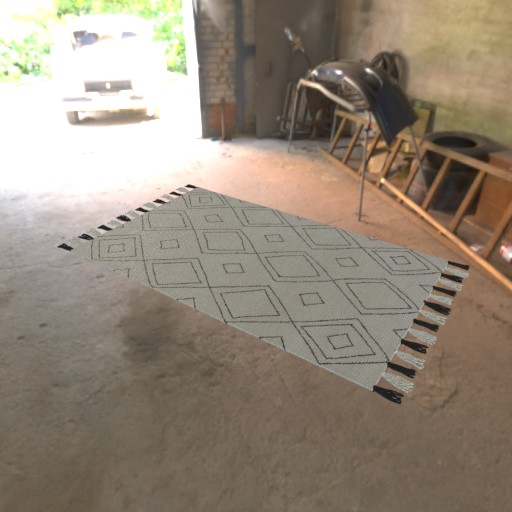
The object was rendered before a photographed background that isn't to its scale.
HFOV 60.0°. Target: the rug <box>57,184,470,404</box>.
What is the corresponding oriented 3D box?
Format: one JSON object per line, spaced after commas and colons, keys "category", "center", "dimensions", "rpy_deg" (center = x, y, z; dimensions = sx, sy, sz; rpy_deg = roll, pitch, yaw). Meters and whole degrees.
{"category": "rug", "center": [0.000, 0.000, 3.325], "dimensions": [2.755, 0.021, 1.524], "rpy_deg": [20, 37, 29]}
